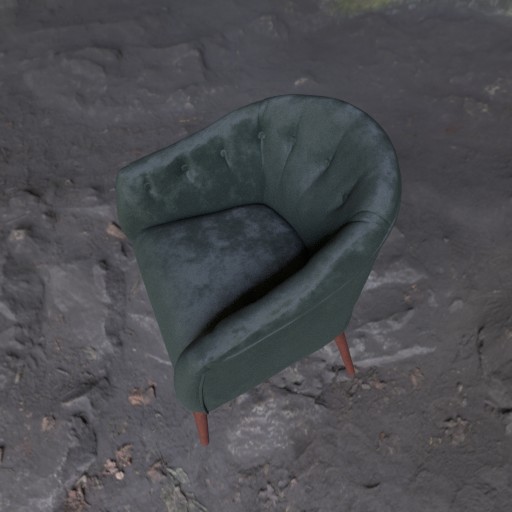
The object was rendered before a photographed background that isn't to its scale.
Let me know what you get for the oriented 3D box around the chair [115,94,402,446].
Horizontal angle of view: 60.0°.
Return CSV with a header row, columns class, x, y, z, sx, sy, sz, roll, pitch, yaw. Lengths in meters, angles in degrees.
class,x,y,z,sx,sy,sz,roll,pitch,yaw
chair,0.000,0.000,1.491,0.776,0.885,0.851,-18,50,-16
